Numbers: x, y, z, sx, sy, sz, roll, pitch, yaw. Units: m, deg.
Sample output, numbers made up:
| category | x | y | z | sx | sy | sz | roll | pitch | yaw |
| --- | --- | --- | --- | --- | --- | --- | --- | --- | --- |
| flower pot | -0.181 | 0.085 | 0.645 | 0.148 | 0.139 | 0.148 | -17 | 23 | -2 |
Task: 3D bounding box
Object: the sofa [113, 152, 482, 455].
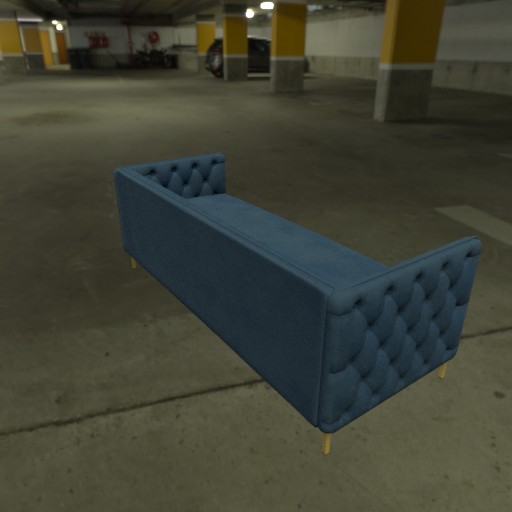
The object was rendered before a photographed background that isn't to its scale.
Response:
| category | x | y | z | sx | sy | sz | roll | pitch | yaw |
| --- | --- | --- | --- | --- | --- | --- | --- | --- | --- |
| sofa | 0.000 | 0.000 | 2.626 | 0.895 | 0.771 | 2.209 | -17 | 30 | -32 |
